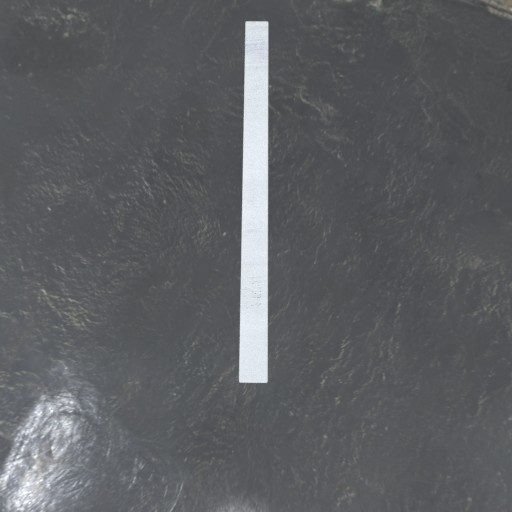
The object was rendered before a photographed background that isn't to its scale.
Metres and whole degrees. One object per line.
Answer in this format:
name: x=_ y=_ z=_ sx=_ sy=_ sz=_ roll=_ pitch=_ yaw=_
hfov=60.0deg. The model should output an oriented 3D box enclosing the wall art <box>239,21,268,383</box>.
wall art: x=0.000 y=0.000 z=1.153 sx=0.043 sy=0.914 sz=0.624 roll=0 pitch=75 yaw=0
